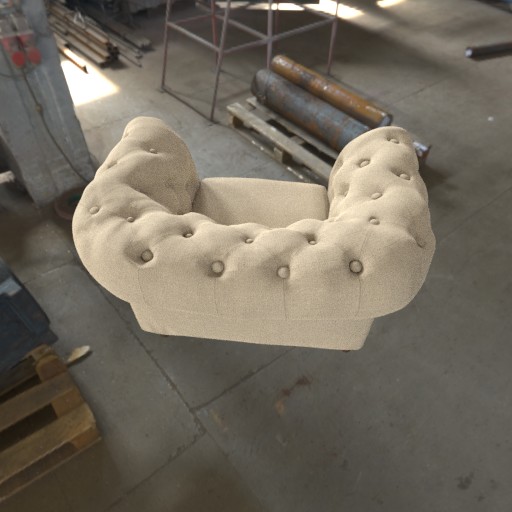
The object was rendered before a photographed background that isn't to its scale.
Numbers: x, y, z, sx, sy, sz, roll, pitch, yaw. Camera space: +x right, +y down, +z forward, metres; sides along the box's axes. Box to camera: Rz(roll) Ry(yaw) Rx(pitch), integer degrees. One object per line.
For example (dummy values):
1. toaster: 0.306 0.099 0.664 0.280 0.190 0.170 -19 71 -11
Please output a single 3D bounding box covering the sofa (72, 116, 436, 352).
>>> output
1. sofa: 0.000 0.000 2.026 1.405 0.878 1.034 4 46 4
